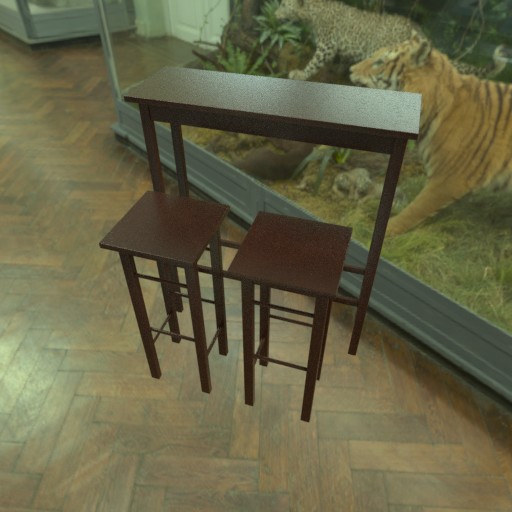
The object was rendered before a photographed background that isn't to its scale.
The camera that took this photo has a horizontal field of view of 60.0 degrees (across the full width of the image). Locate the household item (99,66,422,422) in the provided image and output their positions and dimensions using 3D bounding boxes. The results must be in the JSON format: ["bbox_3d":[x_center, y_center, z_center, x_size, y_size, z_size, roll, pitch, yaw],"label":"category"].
[{"bbox_3d":[0.000,0.000,1.643,0.914,1.067,0.676,12,42,13],"label":"household item"}]
